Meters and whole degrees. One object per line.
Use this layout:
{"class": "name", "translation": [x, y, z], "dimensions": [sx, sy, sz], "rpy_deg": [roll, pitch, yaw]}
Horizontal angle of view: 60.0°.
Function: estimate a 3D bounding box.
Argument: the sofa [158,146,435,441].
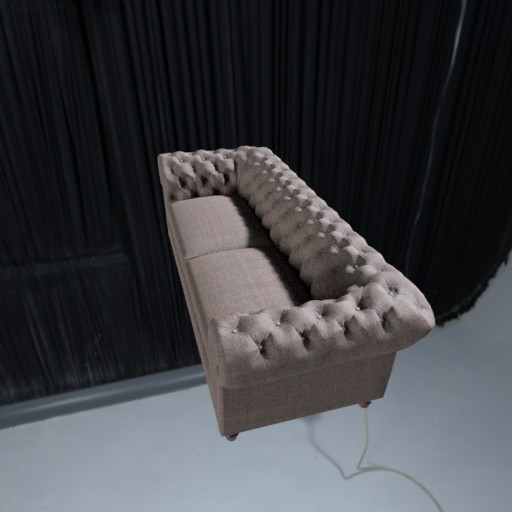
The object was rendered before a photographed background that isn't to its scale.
{"class": "sofa", "translation": [0.000, 0.000, 2.780], "dimensions": [0.944, 0.787, 2.385], "rpy_deg": [-8, 31, -14]}
